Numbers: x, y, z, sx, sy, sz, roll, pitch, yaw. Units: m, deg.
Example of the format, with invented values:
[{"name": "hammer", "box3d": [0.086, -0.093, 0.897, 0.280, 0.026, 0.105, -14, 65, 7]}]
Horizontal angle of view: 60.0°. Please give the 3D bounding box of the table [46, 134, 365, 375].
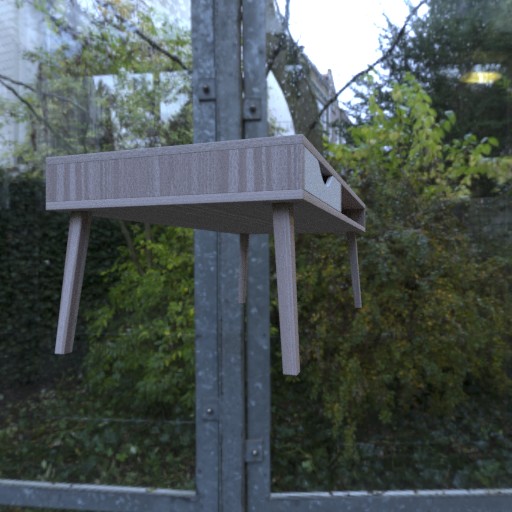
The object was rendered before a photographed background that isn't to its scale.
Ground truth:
[{"name": "table", "box3d": [0.000, 0.000, 1.480, 0.600, 0.450, 1.200, 0, 0, 19]}]
